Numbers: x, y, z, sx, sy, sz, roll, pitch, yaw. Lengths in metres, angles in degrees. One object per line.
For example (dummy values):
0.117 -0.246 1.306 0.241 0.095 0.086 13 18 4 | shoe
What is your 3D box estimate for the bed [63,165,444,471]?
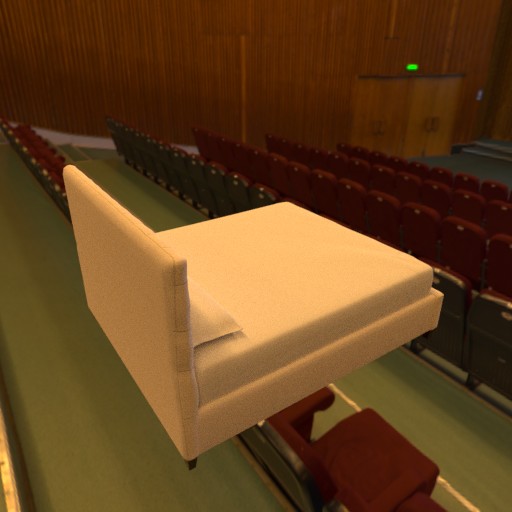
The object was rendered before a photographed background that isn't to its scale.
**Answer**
0.000 0.000 3.686 2.387 1.427 2.078 -17 31 -30 | bed
